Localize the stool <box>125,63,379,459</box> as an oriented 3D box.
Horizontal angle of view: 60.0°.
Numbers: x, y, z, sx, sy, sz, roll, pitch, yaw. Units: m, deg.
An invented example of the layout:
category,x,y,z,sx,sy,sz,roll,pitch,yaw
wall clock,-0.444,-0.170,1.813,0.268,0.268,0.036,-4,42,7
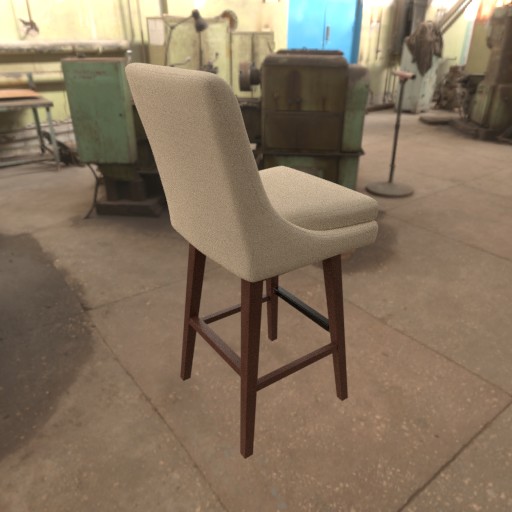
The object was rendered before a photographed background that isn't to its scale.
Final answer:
category,x,y,z,sx,sy,sz,roll,pitch,yaw
stool,0.000,0.000,1.364,0.559,1.093,0.483,-18,32,-31
